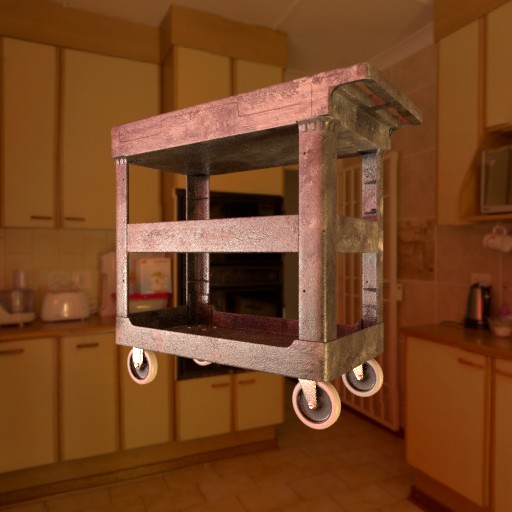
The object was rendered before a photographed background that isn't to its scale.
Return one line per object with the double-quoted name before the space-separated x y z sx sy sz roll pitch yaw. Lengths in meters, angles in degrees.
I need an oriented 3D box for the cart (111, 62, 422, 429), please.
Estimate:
"cart" 0.000 0.000 1.349 0.877 0.824 0.420 0 1 35
